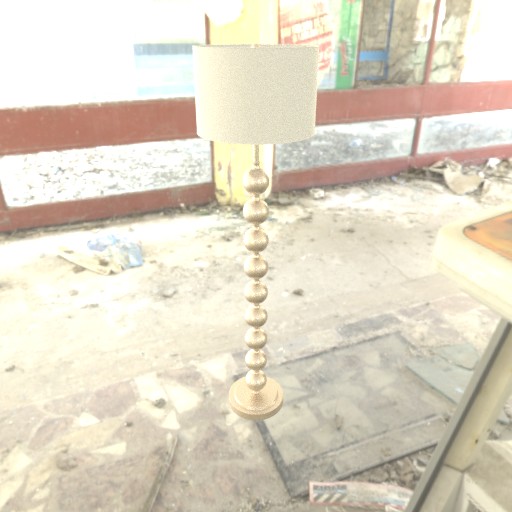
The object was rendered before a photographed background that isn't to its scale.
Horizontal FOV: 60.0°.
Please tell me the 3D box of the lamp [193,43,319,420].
[{"bbox_3d":[0.000,0.000,1.703,0.394,1.474,0.394,-1,27,-1],"label":"lamp"}]
